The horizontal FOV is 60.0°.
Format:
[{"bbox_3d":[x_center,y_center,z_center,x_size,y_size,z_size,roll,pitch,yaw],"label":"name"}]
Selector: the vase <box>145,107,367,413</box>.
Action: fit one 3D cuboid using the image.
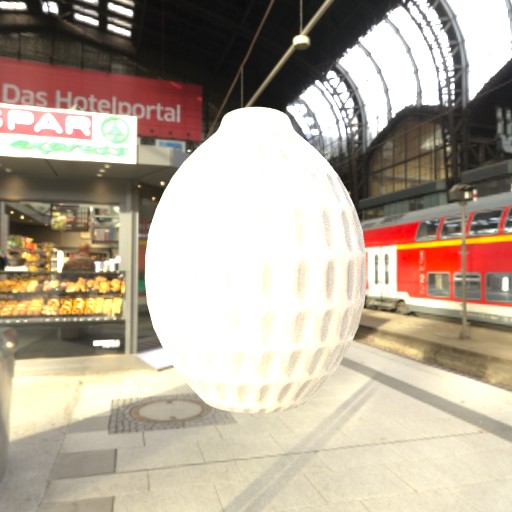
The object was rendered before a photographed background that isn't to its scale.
[{"bbox_3d":[0.000,0.000,0.264,0.128,0.167,0.128,0,-2,0],"label":"vase"}]
